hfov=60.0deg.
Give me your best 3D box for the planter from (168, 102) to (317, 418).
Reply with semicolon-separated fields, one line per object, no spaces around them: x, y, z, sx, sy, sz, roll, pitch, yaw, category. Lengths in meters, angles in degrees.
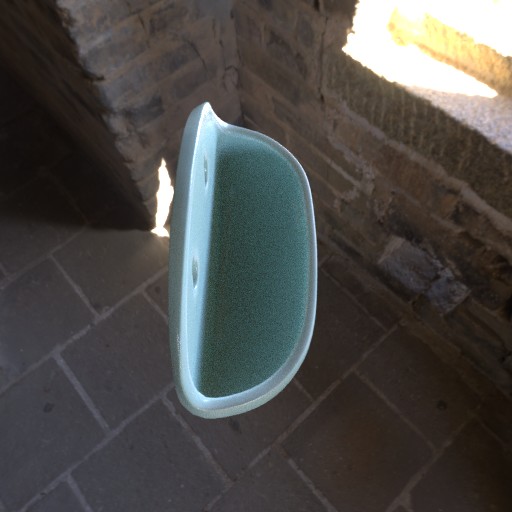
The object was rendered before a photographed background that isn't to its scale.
0.000;0.000;0.271;0.073;0.164;0.189;2;63;1;planter
